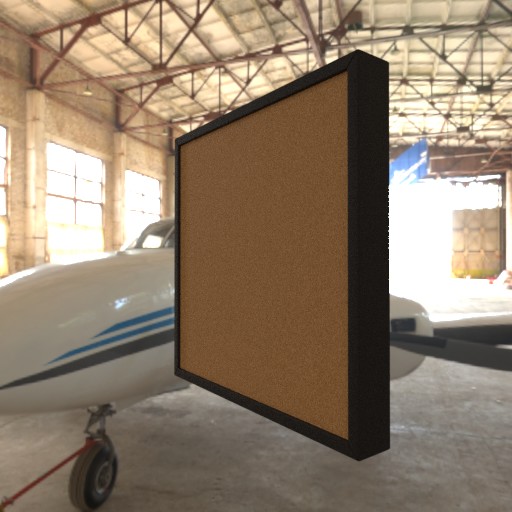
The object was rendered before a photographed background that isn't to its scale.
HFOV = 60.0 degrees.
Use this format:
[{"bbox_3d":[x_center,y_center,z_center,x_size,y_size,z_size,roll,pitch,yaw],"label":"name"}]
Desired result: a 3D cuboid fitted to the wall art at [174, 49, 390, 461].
[{"bbox_3d":[0.000,0.000,0.460,0.037,0.305,0.305,0,-1,-36],"label":"wall art"}]
